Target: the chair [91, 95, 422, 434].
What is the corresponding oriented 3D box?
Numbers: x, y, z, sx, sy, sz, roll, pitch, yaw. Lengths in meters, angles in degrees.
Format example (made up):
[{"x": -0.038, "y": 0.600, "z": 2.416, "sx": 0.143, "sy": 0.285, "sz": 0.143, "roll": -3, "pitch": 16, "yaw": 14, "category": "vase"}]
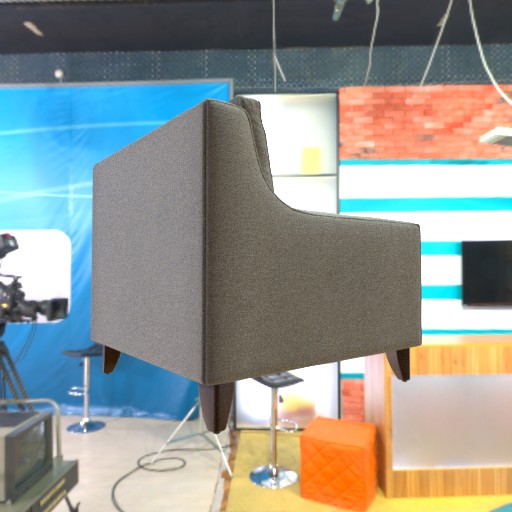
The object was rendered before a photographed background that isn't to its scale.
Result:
[{"x": 0.000, "y": 0.000, "z": 1.593, "sx": 0.918, "sy": 0.864, "sz": 0.838, "roll": 1, "pitch": -2, "yaw": -37, "category": "chair"}]
